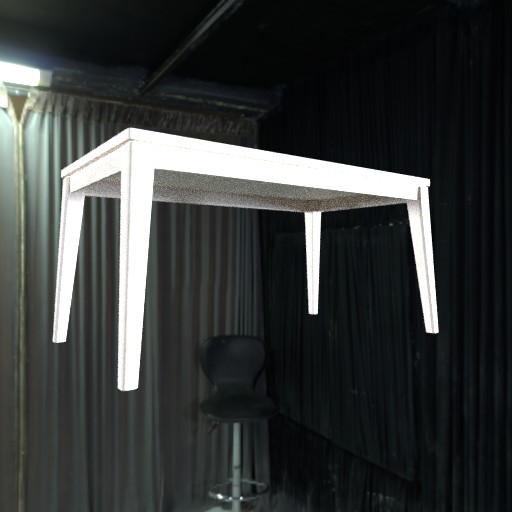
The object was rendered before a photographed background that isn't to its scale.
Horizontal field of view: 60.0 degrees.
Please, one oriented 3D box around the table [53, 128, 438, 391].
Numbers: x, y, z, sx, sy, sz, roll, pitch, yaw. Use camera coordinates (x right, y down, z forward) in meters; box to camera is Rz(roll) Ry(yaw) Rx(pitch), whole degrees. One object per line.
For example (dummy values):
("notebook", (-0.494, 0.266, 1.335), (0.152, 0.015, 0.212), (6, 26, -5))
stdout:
("table", (0.000, 0.000, 2.090), (1.600, 0.760, 0.900), (0, 0, -36))
